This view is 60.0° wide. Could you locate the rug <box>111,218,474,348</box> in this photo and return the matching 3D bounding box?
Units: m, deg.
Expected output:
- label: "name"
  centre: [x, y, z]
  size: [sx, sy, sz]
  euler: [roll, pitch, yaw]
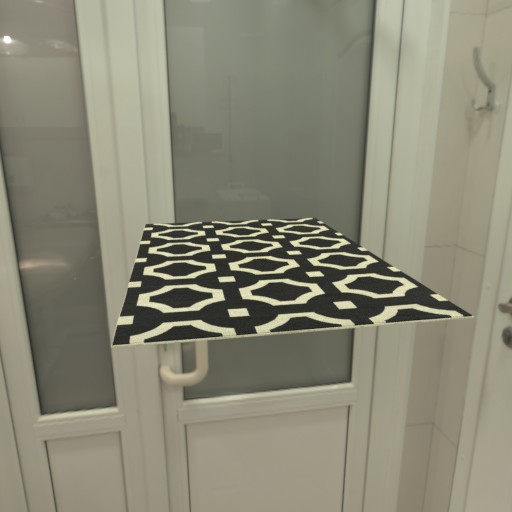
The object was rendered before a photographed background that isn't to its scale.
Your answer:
- label: "rug"
  centre: [0.000, 0.000, 2.914]
  size: [1.555, 0.016, 2.286]
  euler: [-3, 16, -10]
